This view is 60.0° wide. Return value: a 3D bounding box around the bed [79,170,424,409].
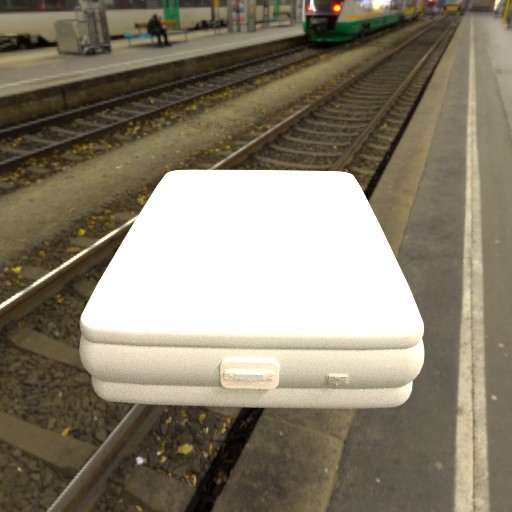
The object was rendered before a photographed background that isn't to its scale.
[{"bbox_3d":[0.000,0.000,2.692,1.520,0.460,2.036,1,30,1],"label":"bed"}]
